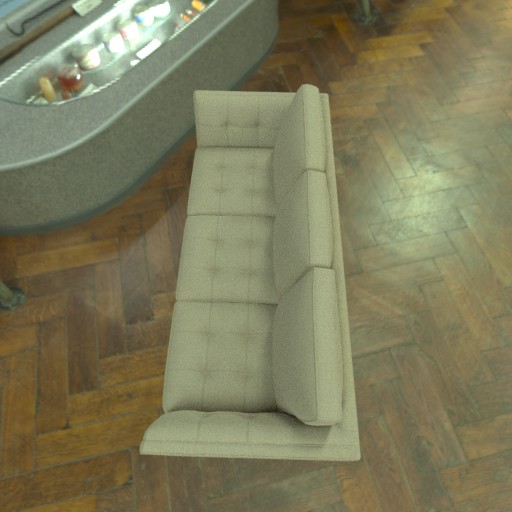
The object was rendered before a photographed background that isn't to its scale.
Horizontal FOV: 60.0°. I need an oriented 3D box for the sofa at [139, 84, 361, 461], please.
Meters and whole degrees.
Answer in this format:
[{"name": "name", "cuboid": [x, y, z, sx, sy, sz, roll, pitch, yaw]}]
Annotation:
[{"name": "sofa", "cuboid": [0.000, 0.000, 2.774, 0.965, 0.940, 2.388, 1, 58, 1]}]
